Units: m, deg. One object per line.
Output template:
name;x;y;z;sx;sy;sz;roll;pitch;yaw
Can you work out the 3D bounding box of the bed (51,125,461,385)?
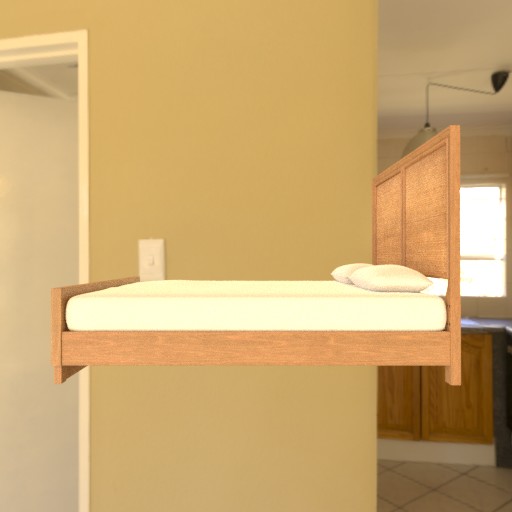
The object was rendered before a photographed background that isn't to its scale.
bed;0.000;0.000;3.168;2.184;1.387;1.606;0;0;0
